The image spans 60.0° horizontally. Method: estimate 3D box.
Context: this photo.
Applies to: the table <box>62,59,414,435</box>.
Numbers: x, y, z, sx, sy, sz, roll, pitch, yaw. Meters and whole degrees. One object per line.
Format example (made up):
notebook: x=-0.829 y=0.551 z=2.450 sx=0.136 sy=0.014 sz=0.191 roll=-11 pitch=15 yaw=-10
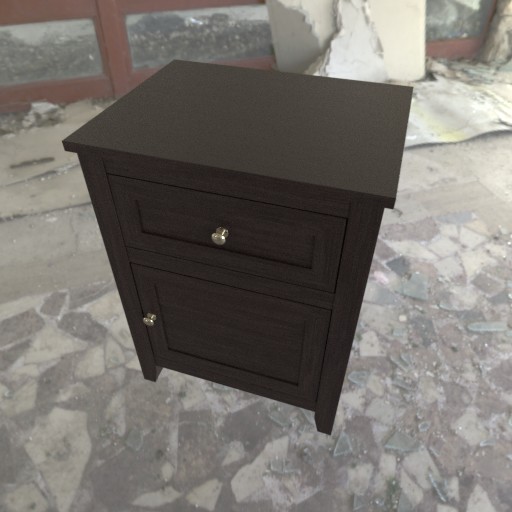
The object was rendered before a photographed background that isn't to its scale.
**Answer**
table: x=0.000 y=0.000 z=0.938 sx=0.480 sy=0.635 sz=0.381 roll=12 pitch=43 yaw=13
